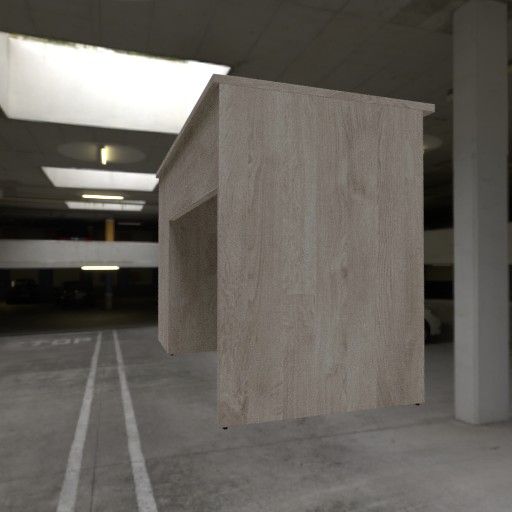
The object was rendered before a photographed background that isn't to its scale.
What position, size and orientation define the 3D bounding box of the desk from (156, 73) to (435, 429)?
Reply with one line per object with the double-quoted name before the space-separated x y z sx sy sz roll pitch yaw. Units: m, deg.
"desk" 0.000 0.000 1.518 0.560 0.735 1.097 0 -1 -19
